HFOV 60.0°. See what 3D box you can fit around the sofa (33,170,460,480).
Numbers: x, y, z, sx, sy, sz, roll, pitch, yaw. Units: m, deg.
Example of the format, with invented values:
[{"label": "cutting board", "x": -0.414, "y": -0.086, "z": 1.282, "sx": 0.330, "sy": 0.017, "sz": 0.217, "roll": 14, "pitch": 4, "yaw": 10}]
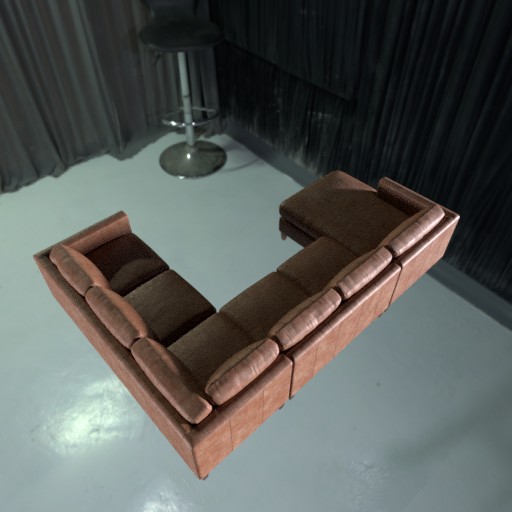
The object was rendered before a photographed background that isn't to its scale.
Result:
[{"label": "sofa", "x": 0.000, "y": 0.000, "z": 4.495, "sx": 3.401, "sy": 0.832, "sz": 2.430, "roll": -34, "pitch": 55, "yaw": -28}]
